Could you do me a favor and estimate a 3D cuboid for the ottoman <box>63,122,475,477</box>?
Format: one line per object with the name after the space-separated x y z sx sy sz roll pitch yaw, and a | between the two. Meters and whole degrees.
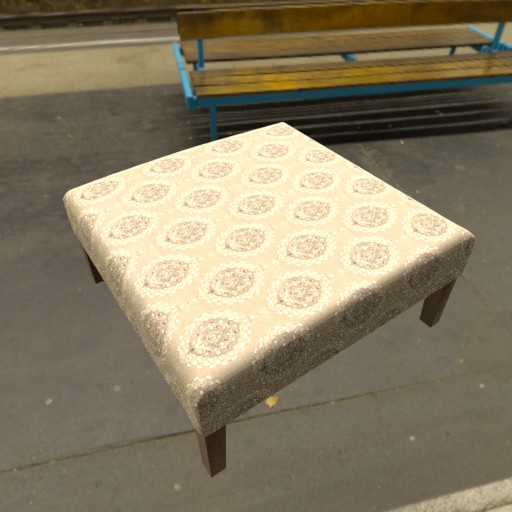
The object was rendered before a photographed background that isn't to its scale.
0.000 0.000 1.417 0.890 0.411 0.889 -25 47 -25 | ottoman
